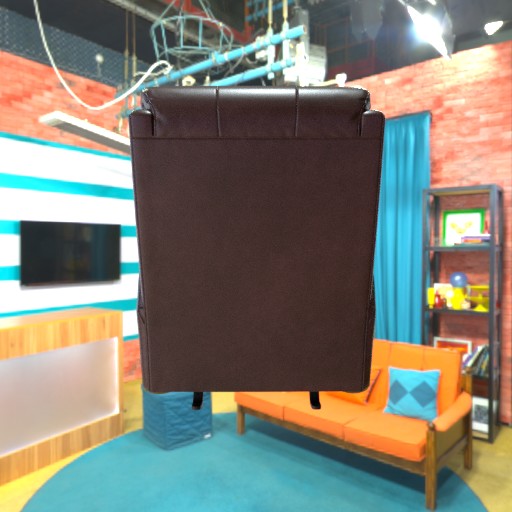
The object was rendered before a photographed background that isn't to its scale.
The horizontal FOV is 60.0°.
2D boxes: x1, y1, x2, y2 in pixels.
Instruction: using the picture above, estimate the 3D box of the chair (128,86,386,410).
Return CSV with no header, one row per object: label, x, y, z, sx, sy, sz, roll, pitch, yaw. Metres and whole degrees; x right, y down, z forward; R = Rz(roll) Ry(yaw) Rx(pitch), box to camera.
chair,0.000,0.000,1.693,0.787,1.016,0.939,0,1,0
